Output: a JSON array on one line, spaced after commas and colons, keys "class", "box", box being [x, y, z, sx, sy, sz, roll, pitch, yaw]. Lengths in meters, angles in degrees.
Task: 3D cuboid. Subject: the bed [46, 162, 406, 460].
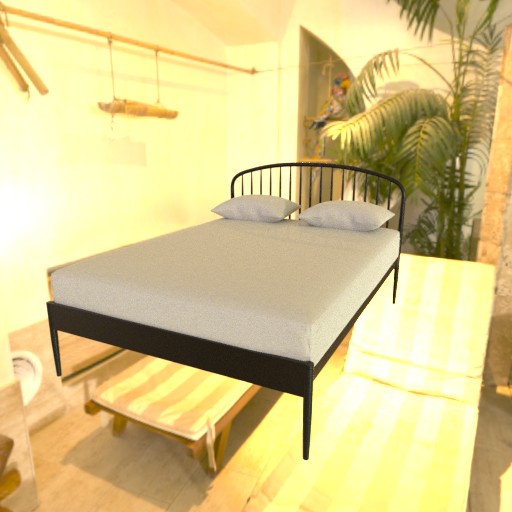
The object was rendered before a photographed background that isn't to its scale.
[{"class": "bed", "box": [0.000, 0.000, 3.076, 1.618, 1.166, 2.159, 8, 17, 26]}]
